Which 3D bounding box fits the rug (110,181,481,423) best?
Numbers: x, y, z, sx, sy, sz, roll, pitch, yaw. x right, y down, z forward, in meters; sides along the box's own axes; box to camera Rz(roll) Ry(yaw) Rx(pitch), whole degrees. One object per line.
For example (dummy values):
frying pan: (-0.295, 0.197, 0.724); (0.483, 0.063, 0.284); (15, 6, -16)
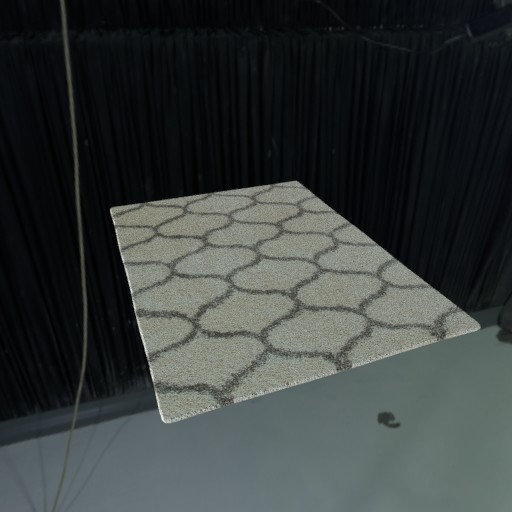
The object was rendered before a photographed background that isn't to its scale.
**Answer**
rug: (0.000, 0.000, 2.116); (1.200, 0.025, 1.600); (-11, 32, -18)
